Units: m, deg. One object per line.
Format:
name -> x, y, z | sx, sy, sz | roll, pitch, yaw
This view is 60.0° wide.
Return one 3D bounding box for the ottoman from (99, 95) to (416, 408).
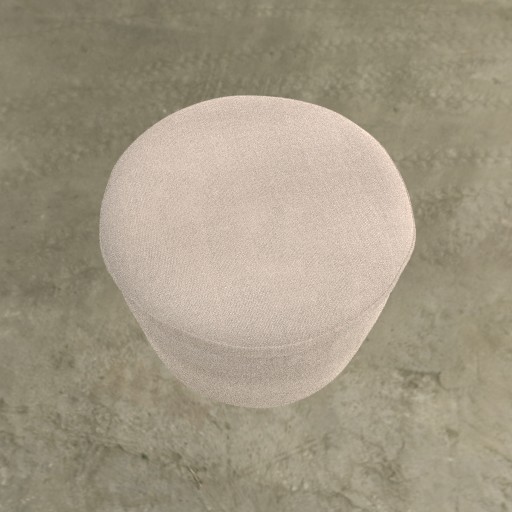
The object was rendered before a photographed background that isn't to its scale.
ottoman -> 0.000, 0.000, 0.845 | 0.497, 0.409, 0.497 | 0, 59, 0
